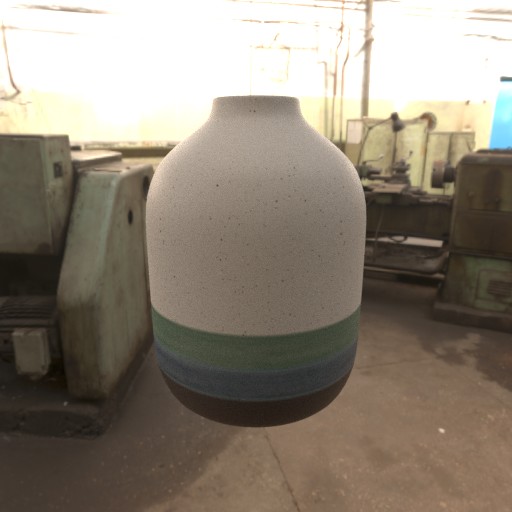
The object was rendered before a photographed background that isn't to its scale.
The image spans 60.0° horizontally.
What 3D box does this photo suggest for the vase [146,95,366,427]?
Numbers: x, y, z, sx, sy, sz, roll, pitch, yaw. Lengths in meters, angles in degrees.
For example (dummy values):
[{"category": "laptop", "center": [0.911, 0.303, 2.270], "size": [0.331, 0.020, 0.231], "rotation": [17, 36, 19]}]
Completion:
[{"category": "vase", "center": [0.000, 0.000, 0.358], "size": [0.169, 0.240, 0.169], "rotation": [0, 16, 0]}]
